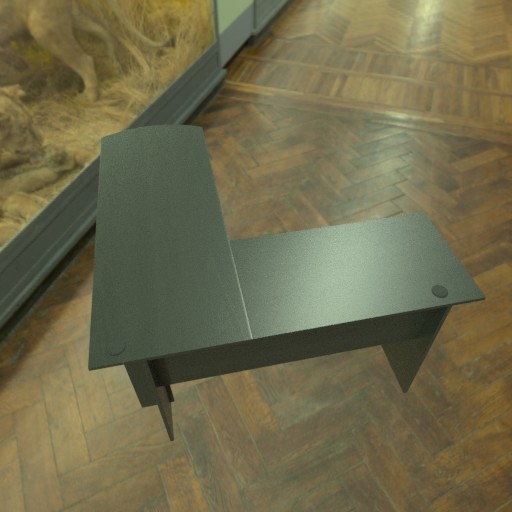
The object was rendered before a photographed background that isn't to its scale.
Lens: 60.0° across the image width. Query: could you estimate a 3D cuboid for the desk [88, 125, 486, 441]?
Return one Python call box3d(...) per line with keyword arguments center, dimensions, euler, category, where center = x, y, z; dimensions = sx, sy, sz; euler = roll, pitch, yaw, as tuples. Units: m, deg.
box3d(center=(0.000, 0.000, 2.122), dimensions=(1.303, 0.716, 1.361), euler=(-9, 47, -8), category="desk")
